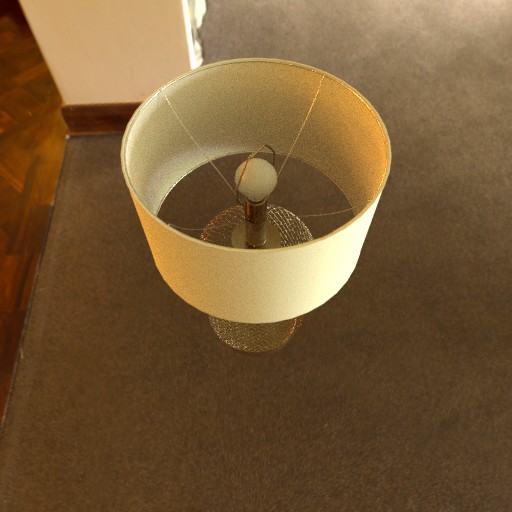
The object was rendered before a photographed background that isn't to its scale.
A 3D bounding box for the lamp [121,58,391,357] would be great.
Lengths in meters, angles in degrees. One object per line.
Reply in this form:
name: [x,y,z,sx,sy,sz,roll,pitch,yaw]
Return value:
lamp: [0.000,0.000,0.828,0.353,0.578,0.353,0,58,0]
